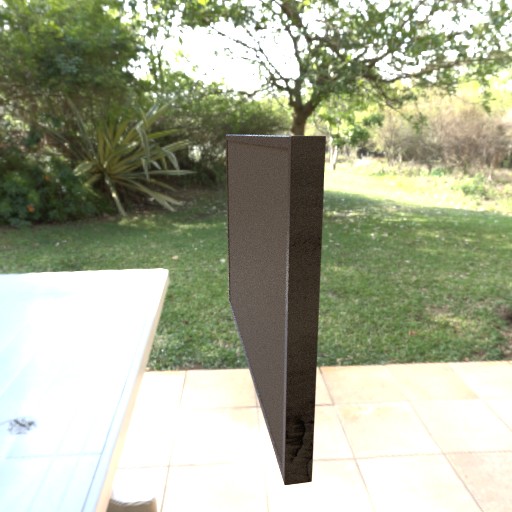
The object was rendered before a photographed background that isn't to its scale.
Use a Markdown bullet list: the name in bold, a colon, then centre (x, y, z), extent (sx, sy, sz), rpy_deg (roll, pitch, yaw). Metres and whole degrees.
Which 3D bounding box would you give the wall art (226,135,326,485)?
- **wall art**: centre (0.000, 0.000, 0.774), extent (0.035, 0.407, 0.613), rpy_deg (-3, 16, -9)
